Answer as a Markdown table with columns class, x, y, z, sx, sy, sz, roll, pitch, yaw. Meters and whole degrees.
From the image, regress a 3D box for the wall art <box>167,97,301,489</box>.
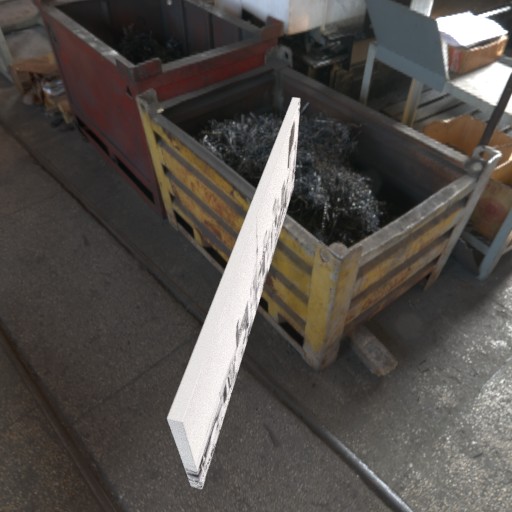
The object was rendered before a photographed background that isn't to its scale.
| class | x | y | z | sx | sy | sz | roll | pitch | yaw |
| --- | --- | --- | --- | --- | --- | --- | --- | --- | --- |
| wall art | 0.000 | 0.000 | 1.680 | 0.039 | 0.507 | 1.520 | 10 | 48 | 9 |
